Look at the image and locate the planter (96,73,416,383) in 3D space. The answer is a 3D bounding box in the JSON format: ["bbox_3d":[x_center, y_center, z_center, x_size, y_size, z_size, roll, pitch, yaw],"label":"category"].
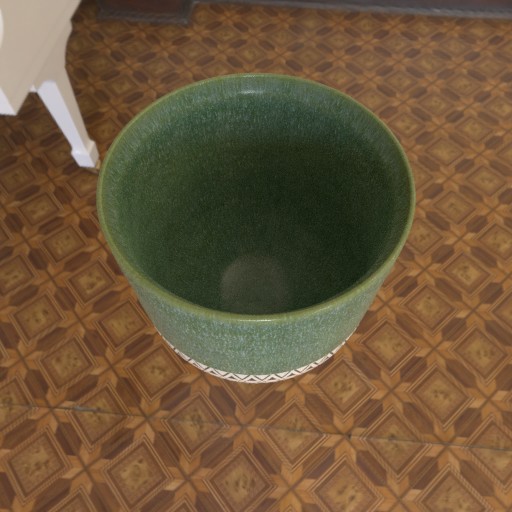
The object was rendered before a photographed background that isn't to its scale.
[{"bbox_3d":[0.000,0.000,0.489,0.266,0.270,0.266,0,59,0],"label":"planter"}]
